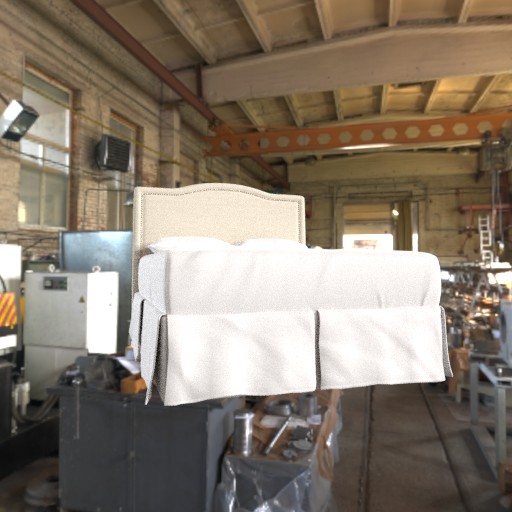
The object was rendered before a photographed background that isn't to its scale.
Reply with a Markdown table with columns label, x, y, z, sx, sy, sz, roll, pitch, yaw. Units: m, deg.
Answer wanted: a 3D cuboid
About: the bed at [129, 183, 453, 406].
| label | x | y | z | sx | sy | sz | roll | pitch | yaw |
| --- | --- | --- | --- | --- | --- | --- | --- | --- | --- |
| bed | 0.000 | 0.000 | 3.275 | 1.741 | 1.449 | 2.196 | 0 | -1 | -18 |
